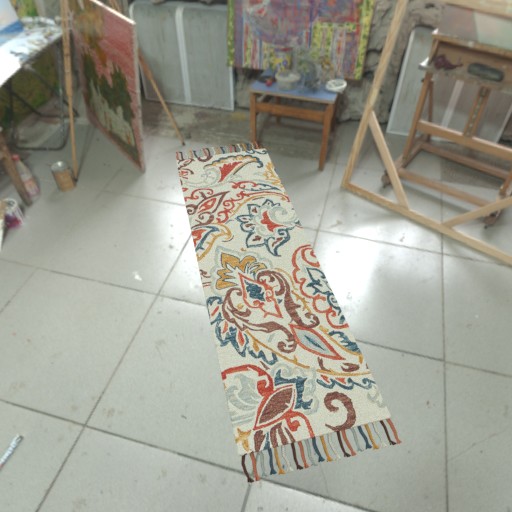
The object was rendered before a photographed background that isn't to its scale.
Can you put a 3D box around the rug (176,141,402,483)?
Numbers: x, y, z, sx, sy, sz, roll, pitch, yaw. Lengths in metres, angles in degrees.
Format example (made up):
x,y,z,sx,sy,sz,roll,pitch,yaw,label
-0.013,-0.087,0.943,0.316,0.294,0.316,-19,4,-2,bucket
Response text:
x,y,z,sx,sy,sz,roll,pitch,yaw,label
0.000,0.000,2.917,0.763,0.015,2.682,-10,47,-10,rug
